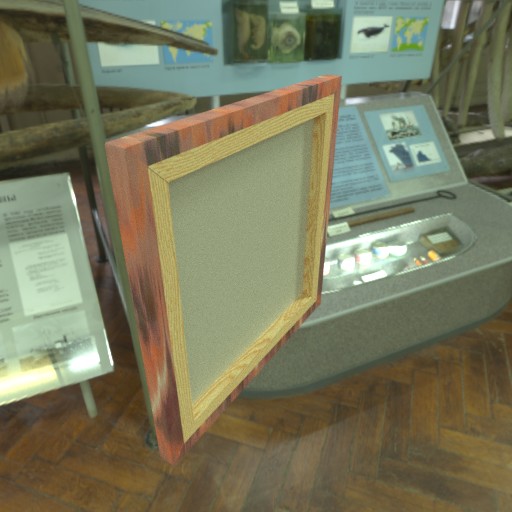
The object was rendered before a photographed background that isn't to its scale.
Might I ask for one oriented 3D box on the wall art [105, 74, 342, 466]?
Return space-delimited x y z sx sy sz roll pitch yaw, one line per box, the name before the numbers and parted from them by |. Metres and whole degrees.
wall art | 0.000 0.000 0.896 0.037 0.609 0.603 19 36 29
